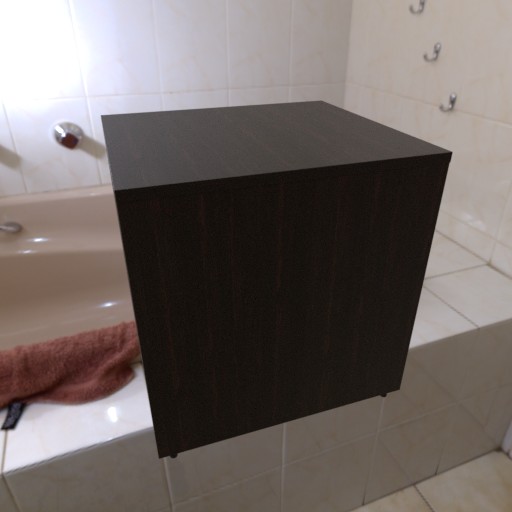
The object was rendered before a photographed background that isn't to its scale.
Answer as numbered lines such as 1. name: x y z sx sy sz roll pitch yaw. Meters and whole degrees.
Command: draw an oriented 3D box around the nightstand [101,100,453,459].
1. nightstand: 0.000 0.000 0.821 0.461 0.460 0.400 -10 31 -16
